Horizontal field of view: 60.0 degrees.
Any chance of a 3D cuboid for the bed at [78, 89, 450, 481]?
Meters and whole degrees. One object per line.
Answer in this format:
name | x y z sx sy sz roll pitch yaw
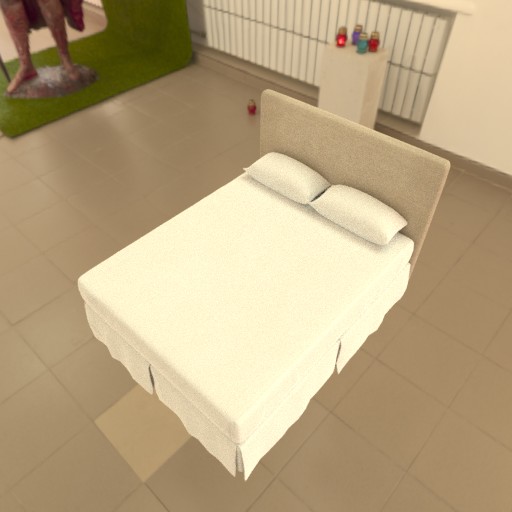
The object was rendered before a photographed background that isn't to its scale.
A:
bed | 0.000 0.000 3.246 1.713 1.330 2.162 33 54 28
